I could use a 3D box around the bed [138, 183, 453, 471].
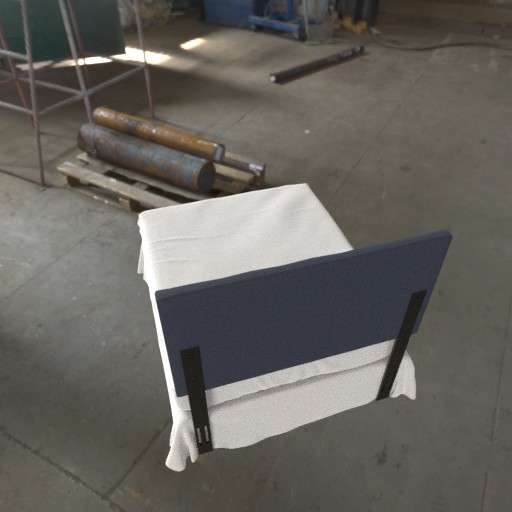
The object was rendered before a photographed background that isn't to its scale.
[{"bbox_3d":[0.000,0.000,3.478,1.936,1.577,2.222,-12,43,-13],"label":"bed"}]
